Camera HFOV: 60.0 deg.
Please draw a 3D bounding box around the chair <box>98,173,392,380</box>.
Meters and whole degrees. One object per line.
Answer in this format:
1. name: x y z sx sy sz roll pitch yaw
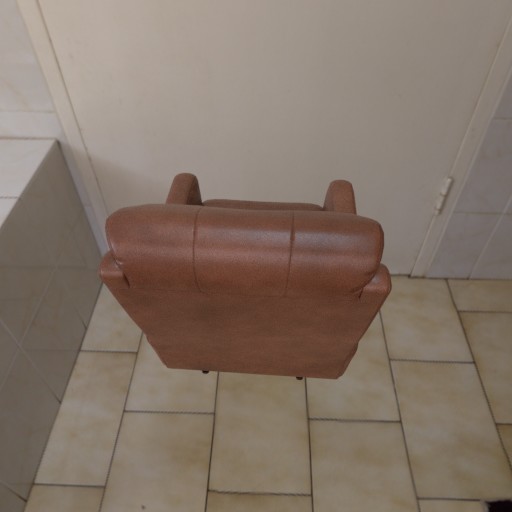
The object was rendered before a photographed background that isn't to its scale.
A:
1. chair: 0.000 0.000 1.673 0.787 1.016 0.939 3 47 3
